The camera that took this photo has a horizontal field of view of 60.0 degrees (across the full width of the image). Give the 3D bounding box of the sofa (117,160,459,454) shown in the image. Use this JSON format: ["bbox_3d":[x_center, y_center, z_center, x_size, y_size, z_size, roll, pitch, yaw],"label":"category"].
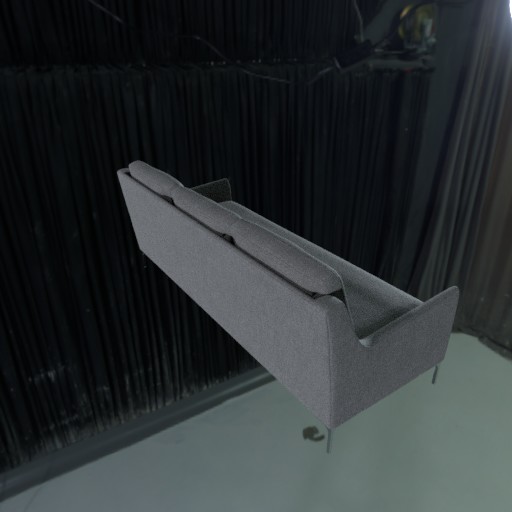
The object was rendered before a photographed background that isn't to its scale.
[{"bbox_3d":[0.000,0.000,2.567,0.849,0.837,2.060,-17,32,-31],"label":"sofa"}]
